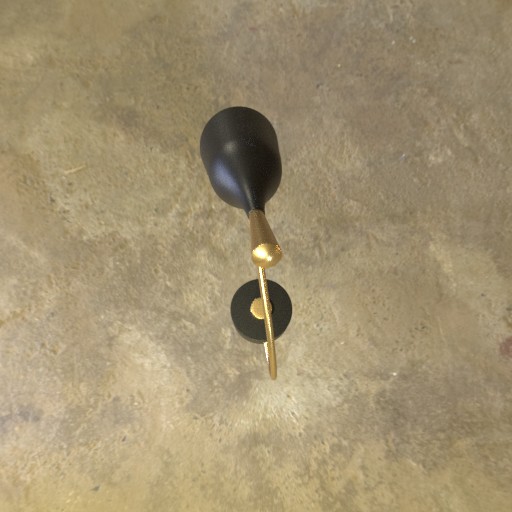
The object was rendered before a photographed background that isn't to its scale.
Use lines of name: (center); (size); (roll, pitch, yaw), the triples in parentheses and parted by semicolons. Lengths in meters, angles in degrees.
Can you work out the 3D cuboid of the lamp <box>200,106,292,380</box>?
lamp: (0.000, 0.000, 0.635); (0.110, 0.464, 0.352); (-9, 75, -2)
